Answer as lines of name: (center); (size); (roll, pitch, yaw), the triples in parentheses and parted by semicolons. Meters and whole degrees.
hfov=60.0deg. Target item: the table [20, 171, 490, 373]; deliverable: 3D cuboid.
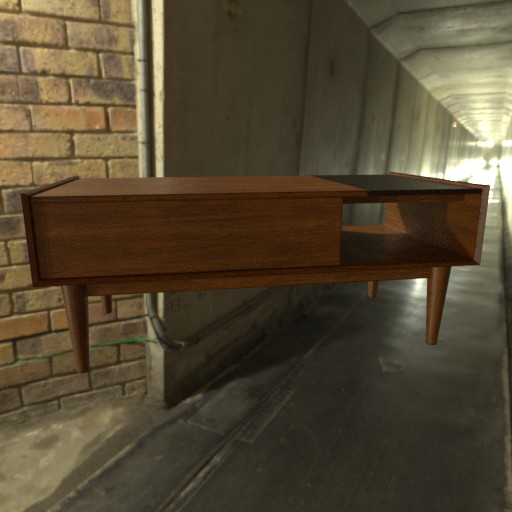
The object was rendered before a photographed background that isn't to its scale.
table: (0.000, 0.000, 1.489); (1.221, 0.508, 0.610); (-2, 15, -9)
